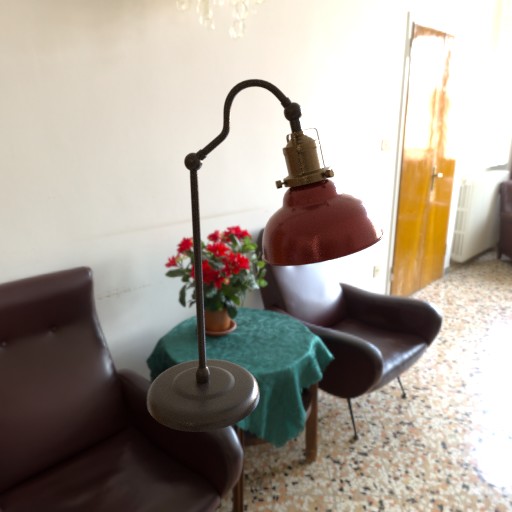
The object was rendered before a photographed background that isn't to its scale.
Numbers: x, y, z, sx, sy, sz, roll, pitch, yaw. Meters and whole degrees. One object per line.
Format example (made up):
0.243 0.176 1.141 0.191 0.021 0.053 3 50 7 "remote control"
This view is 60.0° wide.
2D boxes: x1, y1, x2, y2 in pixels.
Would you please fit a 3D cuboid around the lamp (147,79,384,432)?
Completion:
0.000 0.000 0.681 0.374 0.508 0.192 2 16 9 "lamp"
